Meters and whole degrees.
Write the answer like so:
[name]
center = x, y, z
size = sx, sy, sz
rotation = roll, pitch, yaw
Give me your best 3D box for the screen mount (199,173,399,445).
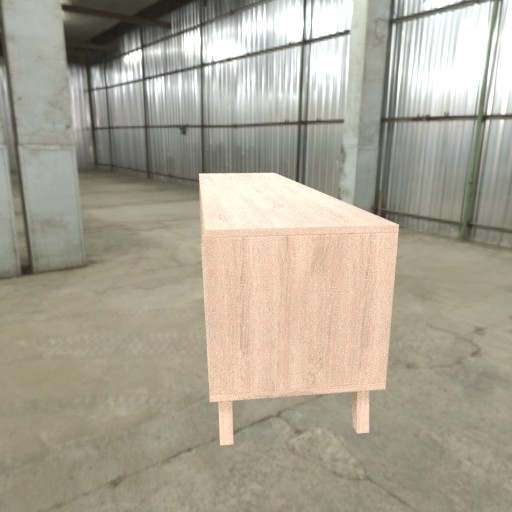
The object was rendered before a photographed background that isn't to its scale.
[screen mount]
center = 0.000, 0.000, 1.675
size = 0.400, 0.510, 1.500
rotation = -2, 15, -7
